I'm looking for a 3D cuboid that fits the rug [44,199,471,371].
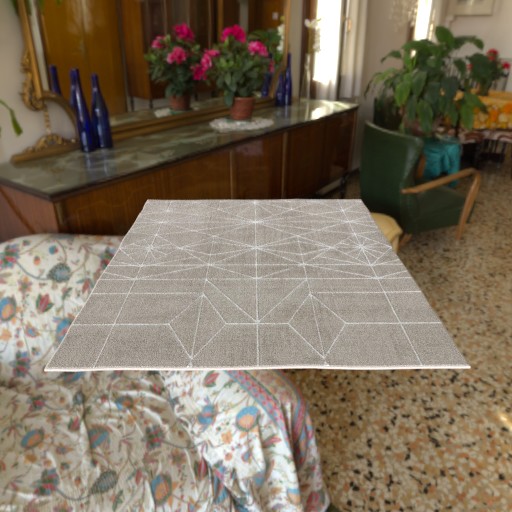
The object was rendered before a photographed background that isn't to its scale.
[{"bbox_3d":[0.000,0.000,0.851,0.548,0.006,0.639,0,27,0],"label":"rug"}]
